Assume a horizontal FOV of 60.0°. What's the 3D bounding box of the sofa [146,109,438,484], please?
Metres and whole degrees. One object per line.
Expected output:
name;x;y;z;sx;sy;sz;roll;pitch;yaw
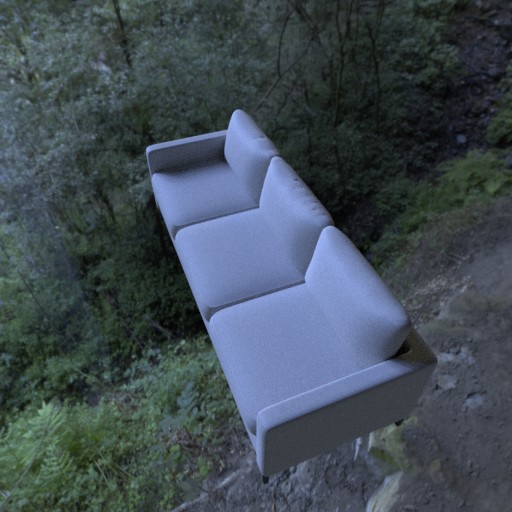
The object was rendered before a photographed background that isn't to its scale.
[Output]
sofa;0.000;0.000;2.698;0.859;0.874;2.218;-16;47;-15
